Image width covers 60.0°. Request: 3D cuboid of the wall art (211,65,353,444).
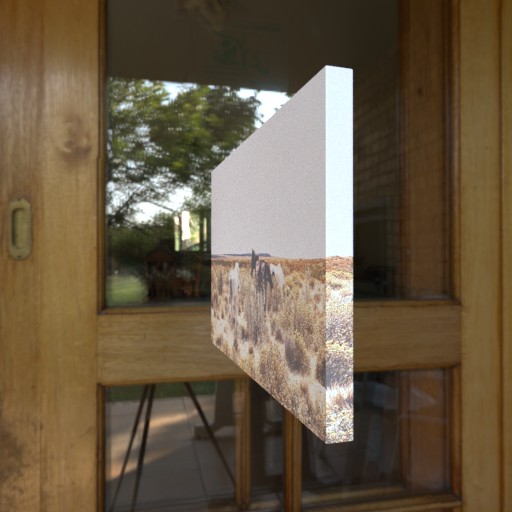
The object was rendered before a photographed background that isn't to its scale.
[{"bbox_3d":[0.000,0.000,1.157,0.050,0.610,0.914,0,0,-17],"label":"wall art"}]
